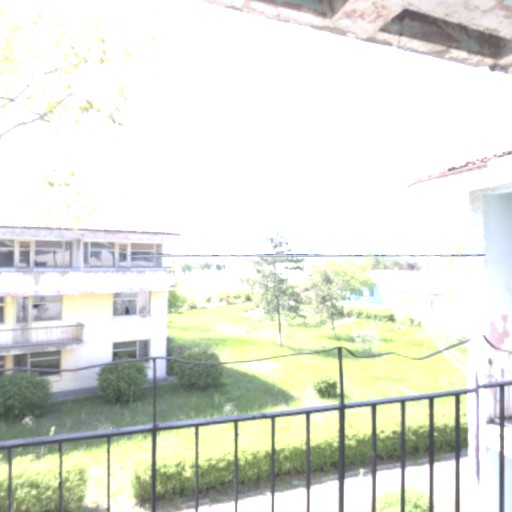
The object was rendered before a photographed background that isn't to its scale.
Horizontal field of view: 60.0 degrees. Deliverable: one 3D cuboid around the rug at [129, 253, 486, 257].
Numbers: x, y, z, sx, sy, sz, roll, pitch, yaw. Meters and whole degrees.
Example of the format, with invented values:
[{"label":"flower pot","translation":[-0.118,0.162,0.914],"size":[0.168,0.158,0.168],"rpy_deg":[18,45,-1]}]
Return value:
[{"label":"rug","translation":[0.000,0.000,2.342],"size":[1.209,0.011,1.830],"rpy_deg":[0,0,-19]}]
